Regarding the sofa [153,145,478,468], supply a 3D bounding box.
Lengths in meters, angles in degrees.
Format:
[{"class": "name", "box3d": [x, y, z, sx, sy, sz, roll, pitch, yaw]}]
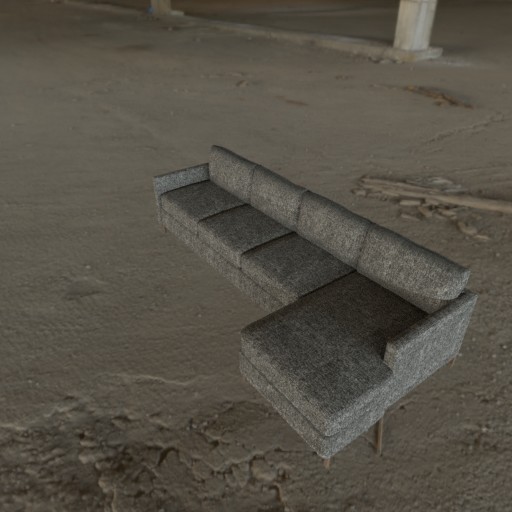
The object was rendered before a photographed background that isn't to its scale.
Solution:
[{"class": "sofa", "box3d": [0.000, 0.000, 4.022, 1.488, 0.970, 3.384, -22, 39, -30]}]
